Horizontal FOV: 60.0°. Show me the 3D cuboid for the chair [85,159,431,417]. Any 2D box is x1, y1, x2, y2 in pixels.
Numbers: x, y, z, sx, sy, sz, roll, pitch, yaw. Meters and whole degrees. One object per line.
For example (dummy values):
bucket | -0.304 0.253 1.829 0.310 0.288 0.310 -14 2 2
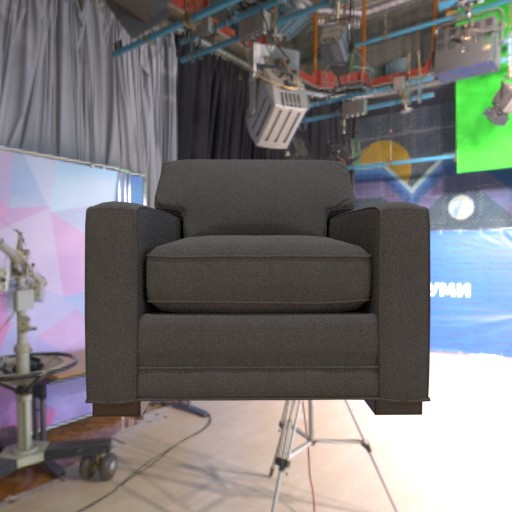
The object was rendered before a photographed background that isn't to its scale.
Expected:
chair | 0.000 0.000 1.761 0.997 0.913 1.043 0 1 -1
